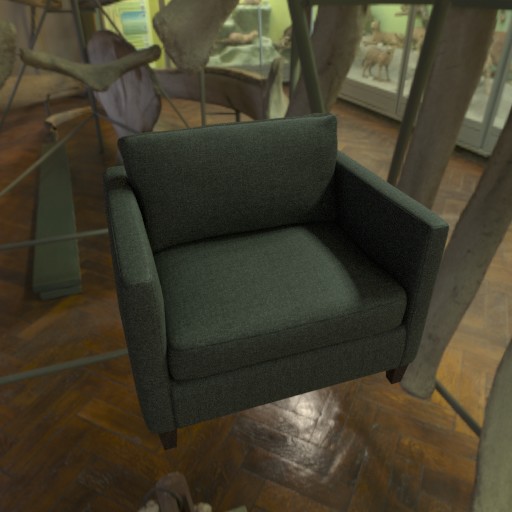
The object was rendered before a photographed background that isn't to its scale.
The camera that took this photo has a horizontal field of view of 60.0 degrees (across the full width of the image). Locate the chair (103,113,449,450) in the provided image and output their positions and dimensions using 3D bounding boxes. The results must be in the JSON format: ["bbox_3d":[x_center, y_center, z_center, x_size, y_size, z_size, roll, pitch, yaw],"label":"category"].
[{"bbox_3d":[0.000,0.000,1.822,1.107,0.963,0.959,-10,33,-16],"label":"chair"}]
